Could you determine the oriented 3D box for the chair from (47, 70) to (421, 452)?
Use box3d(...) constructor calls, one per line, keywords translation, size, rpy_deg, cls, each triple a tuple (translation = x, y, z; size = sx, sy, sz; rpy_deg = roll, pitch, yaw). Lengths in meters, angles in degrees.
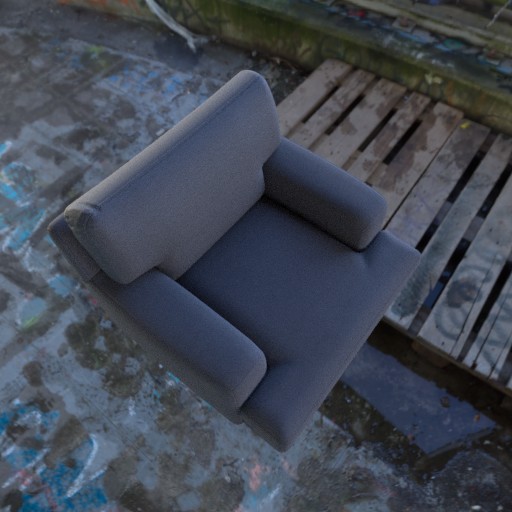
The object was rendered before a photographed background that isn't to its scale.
box3d(translation=(0.000, 0.000, 1.933), size=(1.143, 0.940, 1.168), rpy_deg=(34, 64, 19), cls="chair")
